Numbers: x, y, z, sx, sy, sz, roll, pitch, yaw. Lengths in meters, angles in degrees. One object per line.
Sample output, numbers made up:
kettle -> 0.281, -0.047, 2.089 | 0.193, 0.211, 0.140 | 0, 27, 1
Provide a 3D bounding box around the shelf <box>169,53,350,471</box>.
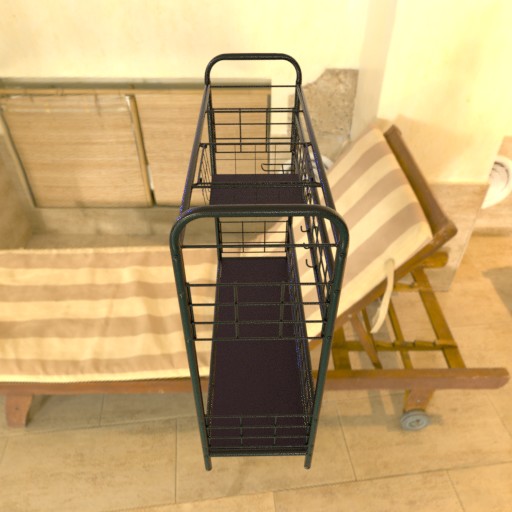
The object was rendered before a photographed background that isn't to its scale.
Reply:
shelf -> 0.000, 0.000, 1.487 | 0.350, 1.026, 0.961 | -1, 40, -1
